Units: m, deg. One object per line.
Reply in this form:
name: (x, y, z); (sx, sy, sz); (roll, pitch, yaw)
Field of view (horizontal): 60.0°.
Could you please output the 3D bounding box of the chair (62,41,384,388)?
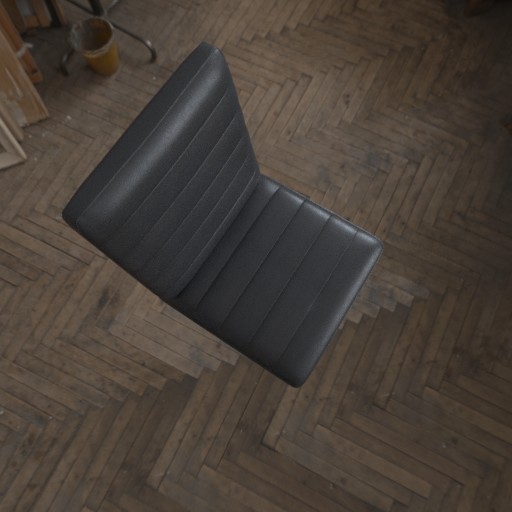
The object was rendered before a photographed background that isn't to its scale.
chair: (0.000, 0.000, 1.324); (0.634, 0.930, 0.520); (32, 76, 9)
